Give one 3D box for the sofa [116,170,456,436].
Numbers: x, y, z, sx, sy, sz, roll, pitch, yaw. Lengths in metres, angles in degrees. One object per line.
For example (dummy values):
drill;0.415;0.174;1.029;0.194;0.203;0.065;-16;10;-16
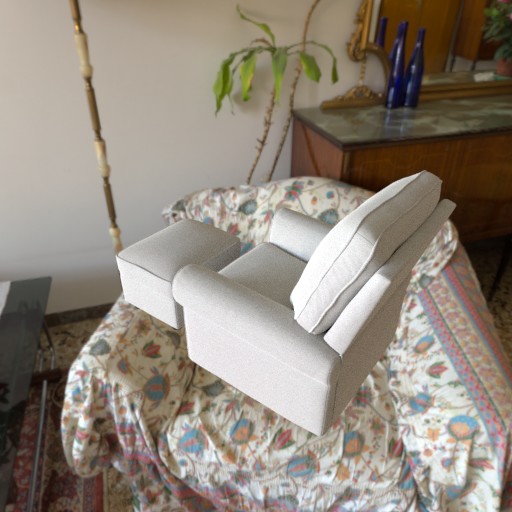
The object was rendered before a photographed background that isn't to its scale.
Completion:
sofa;0.000;0.000;2.077;1.478;0.959;0.880;21;38;31
